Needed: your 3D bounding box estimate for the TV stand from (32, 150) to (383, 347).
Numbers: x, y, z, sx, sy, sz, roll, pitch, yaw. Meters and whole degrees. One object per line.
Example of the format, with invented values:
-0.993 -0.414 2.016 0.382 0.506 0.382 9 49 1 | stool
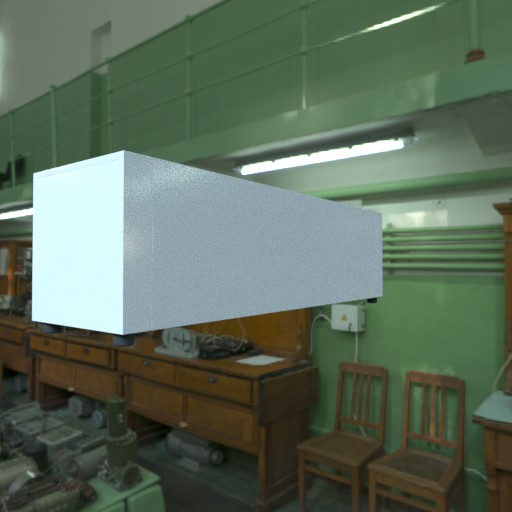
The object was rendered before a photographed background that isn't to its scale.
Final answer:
0.000 0.000 1.699 0.410 0.440 1.500 -1 -1 37 | TV stand
